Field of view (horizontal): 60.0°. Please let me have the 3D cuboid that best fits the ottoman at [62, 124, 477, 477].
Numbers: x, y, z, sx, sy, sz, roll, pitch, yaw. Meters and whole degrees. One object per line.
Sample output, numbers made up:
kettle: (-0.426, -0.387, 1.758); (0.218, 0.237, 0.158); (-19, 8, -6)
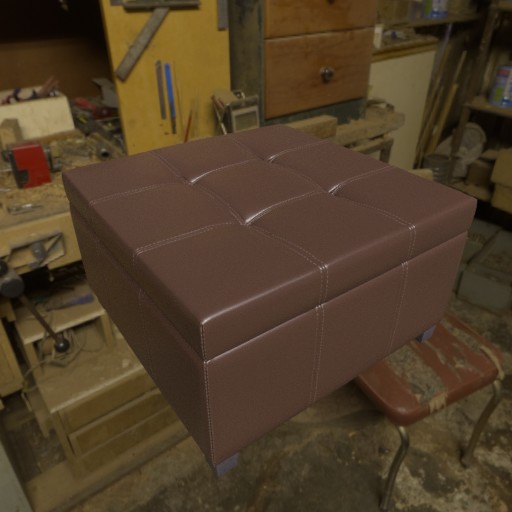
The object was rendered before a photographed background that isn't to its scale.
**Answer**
ottoman: (0.000, 0.000, 1.259); (0.787, 0.460, 0.788); (-21, 39, -29)
